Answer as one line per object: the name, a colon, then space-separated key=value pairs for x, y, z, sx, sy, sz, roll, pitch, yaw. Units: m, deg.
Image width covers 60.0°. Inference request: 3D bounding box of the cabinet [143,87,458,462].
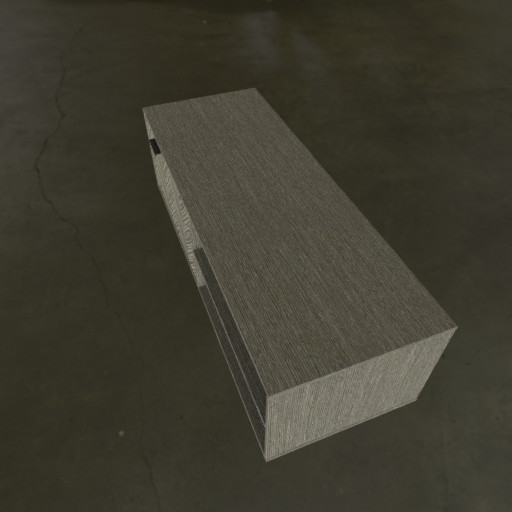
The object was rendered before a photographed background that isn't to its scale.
cabinet: x=0.000 y=0.000 z=1.601 sx=0.500 sy=0.599 sz=1.300 roll=-16 pitch=48 yaw=-15
